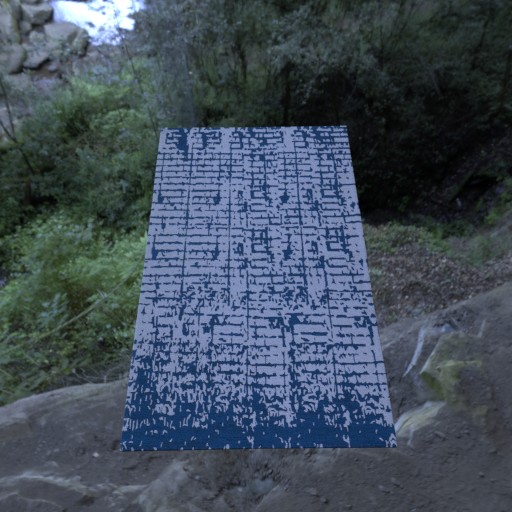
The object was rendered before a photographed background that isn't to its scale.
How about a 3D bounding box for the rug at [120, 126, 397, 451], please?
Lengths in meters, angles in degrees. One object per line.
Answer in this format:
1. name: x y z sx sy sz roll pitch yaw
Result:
1. rug: 0.000 0.000 3.024 1.517 0.011 2.435 -1 60 0
